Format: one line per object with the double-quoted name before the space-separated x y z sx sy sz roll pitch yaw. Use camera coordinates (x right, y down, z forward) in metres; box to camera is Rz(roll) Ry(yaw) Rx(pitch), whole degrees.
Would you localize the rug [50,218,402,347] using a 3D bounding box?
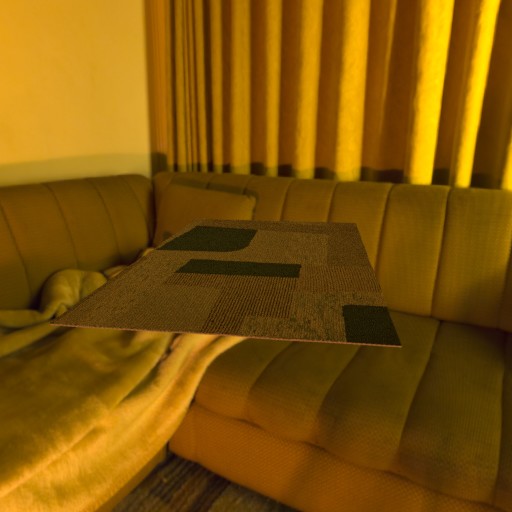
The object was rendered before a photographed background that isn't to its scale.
"rug" 0.000 0.000 3.024 1.521 0.015 2.436 2 16 8
